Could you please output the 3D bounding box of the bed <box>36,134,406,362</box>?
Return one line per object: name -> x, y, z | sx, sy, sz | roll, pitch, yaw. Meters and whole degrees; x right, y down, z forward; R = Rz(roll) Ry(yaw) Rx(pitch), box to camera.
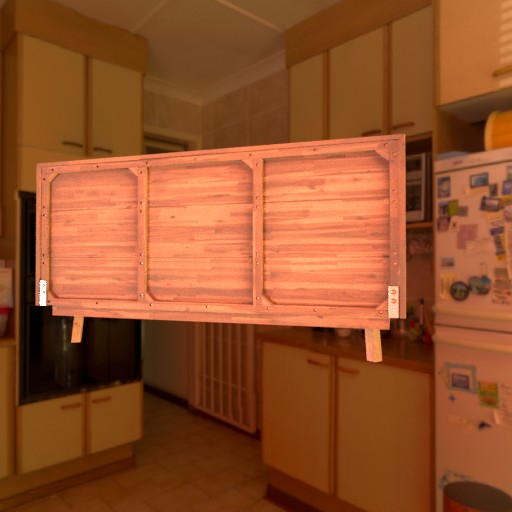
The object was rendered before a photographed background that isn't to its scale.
bed -> 0.000, 0.000, 3.391 | 2.116, 1.100, 2.167 | 0, -1, 17
